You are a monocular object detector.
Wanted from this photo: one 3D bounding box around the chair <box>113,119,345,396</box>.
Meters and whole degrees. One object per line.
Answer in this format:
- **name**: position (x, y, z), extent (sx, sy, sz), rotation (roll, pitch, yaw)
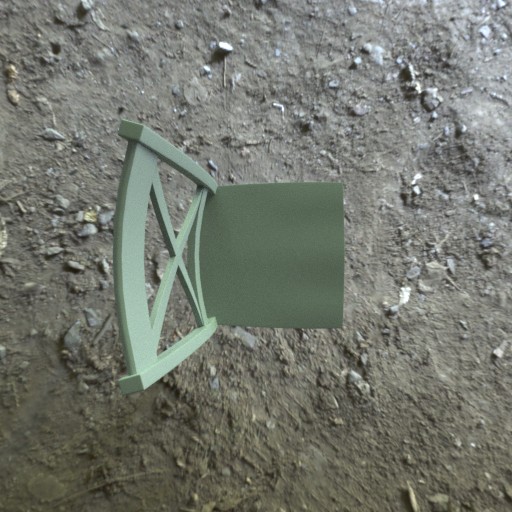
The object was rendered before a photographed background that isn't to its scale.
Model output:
- **chair**: position (0.000, 0.000, 1.273), extent (0.542, 0.983, 0.485), rotation (0, 90, -1)
